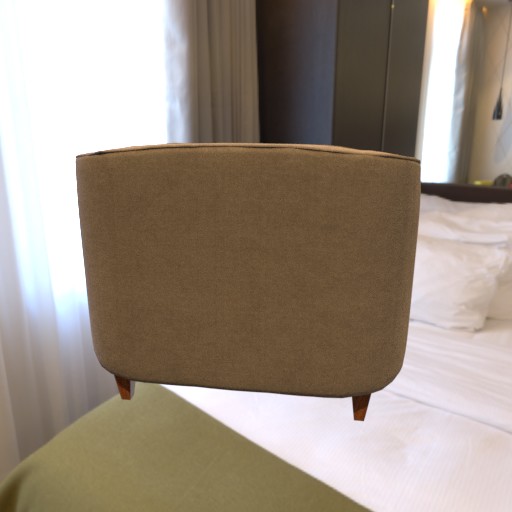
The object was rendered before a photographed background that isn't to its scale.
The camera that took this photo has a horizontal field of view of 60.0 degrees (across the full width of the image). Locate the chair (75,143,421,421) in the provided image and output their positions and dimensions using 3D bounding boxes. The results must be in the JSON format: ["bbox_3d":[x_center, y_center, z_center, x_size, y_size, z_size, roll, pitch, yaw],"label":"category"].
[{"bbox_3d":[0.000,0.000,1.698,1.104,0.852,0.941,2,15,8],"label":"chair"}]
